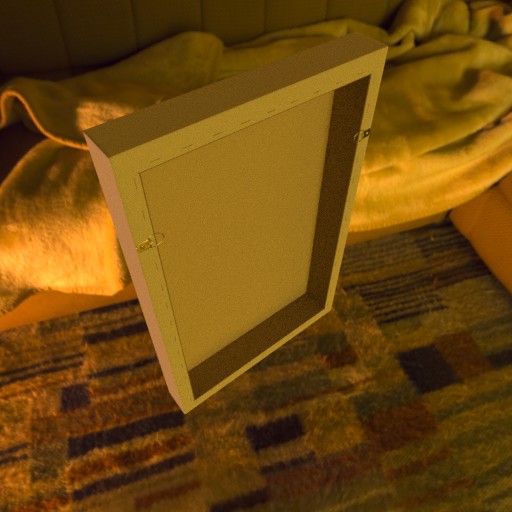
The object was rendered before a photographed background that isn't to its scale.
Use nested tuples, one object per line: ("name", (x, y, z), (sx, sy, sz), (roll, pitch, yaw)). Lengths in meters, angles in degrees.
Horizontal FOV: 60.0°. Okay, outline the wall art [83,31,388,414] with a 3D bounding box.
("wall art", (0.000, 0.000, 0.468), (0.252, 0.381, 0.039), (-30, 55, -24))
